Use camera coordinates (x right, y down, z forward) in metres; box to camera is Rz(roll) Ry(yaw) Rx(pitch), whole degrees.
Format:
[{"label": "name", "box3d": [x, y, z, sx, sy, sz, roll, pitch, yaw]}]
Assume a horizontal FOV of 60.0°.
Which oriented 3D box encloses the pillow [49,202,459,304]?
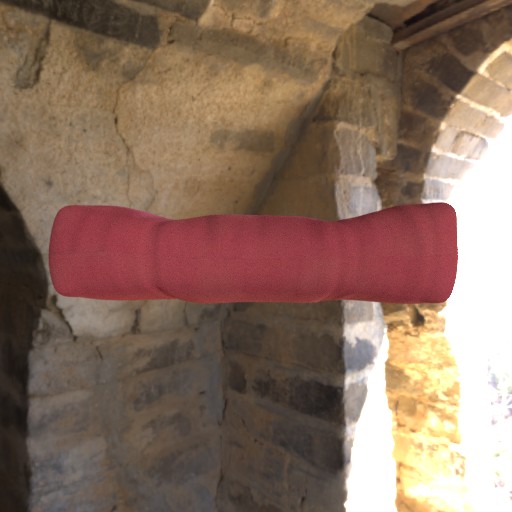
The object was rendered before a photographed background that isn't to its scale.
[{"label": "pillow", "box3d": [0.000, 0.000, 0.730, 0.490, 0.128, 0.468, 0, 0, 0]}]
